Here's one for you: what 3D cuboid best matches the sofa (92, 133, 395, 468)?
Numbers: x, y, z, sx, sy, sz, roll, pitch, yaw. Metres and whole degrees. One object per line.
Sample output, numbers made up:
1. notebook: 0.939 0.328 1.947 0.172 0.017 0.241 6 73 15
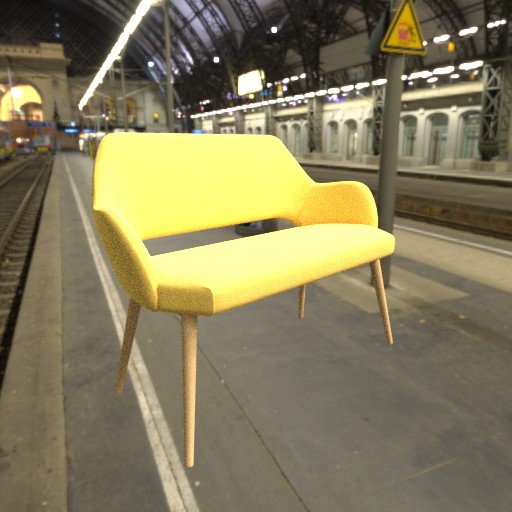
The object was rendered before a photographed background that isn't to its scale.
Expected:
1. sofa: 0.000 0.000 1.570 1.150 0.840 0.610 -14 20 -43
